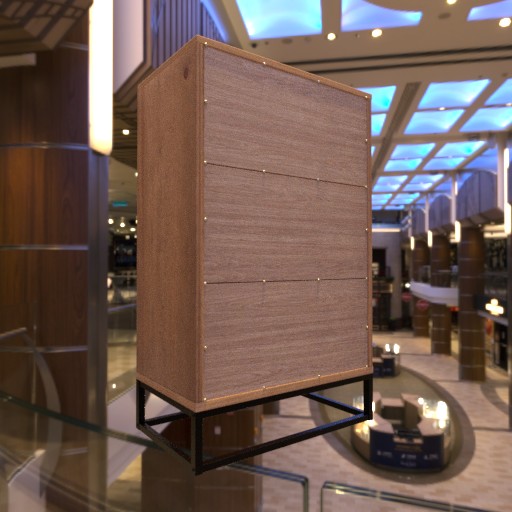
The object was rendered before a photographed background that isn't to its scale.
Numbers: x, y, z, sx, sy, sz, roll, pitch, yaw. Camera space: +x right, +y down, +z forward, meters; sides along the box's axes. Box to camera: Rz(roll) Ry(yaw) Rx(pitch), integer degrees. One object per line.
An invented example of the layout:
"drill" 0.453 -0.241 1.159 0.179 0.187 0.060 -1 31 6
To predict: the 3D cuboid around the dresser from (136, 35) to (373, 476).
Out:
"dresser" 0.000 0.000 1.655 0.761 1.240 0.479 1 -1 -36
